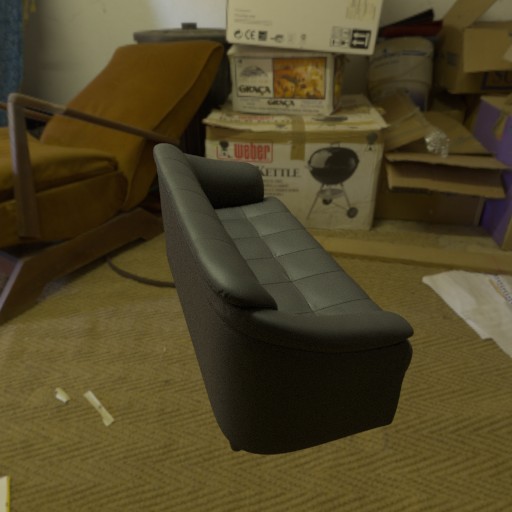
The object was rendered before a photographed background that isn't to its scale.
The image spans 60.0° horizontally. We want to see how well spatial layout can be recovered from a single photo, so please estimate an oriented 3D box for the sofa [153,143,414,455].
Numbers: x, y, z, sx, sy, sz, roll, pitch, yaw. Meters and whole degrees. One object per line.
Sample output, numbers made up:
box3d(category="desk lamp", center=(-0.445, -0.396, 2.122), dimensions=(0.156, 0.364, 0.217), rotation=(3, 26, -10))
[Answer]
box3d(category="sofa", center=(0.000, 0.000, 2.226), dimensions=(0.800, 0.811, 1.829), rotation=(-9, 32, -15))
